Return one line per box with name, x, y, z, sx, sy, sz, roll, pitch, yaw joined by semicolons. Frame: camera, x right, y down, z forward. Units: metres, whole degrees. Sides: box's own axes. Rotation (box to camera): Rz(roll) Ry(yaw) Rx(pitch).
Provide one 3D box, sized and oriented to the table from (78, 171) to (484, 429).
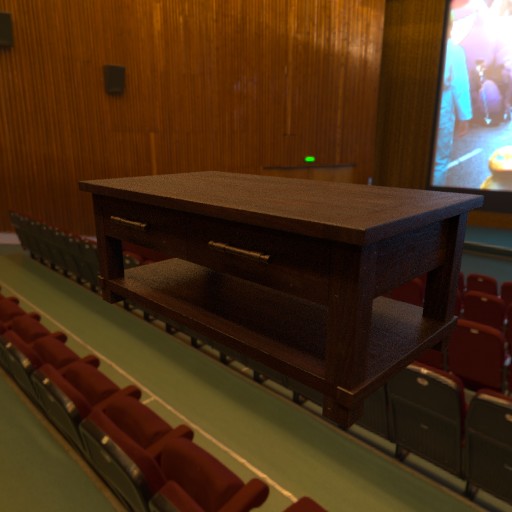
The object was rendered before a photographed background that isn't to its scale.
table;0.000;0.000;1.599;1.270;0.494;0.700;15;21;42
